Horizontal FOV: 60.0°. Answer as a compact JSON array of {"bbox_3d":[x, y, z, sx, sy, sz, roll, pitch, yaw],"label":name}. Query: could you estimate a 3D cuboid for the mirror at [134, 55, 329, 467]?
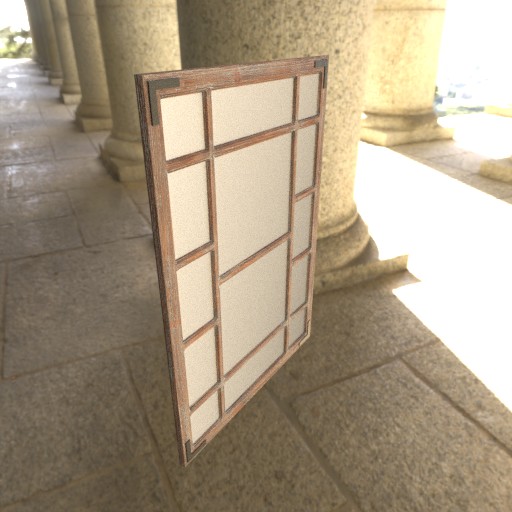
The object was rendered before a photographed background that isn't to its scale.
[{"bbox_3d":[0.000,0.000,1.241,0.025,0.996,0.705,18,32,31],"label":"mirror"}]
